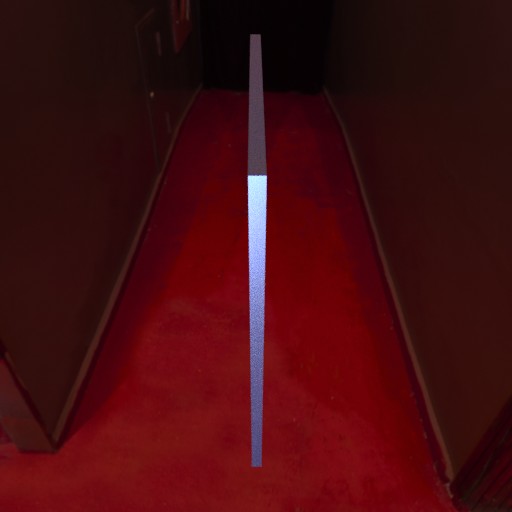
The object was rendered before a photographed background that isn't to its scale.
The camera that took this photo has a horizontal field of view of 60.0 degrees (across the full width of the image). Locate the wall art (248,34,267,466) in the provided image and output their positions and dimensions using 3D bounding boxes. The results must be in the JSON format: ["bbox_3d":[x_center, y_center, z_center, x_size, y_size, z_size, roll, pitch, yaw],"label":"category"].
[{"bbox_3d":[0.000,0.000,1.361,0.030,1.046,0.816,0,41,0],"label":"wall art"}]
